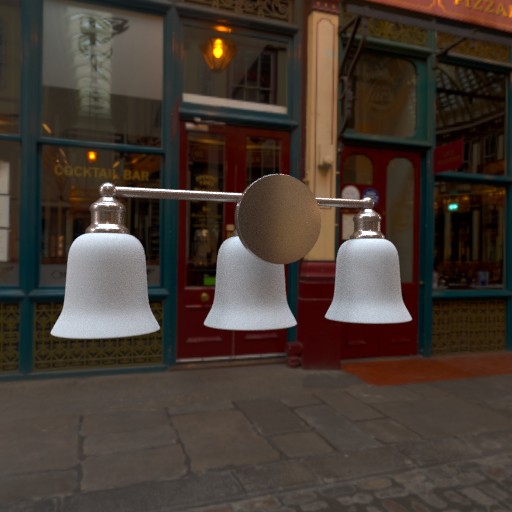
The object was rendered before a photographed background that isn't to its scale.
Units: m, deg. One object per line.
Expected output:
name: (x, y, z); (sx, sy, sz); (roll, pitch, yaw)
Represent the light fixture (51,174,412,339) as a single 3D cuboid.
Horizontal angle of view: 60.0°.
light fixture: (0.000, 0.000, 0.671); (0.570, 0.211, 0.198); (0, -1, -19)
